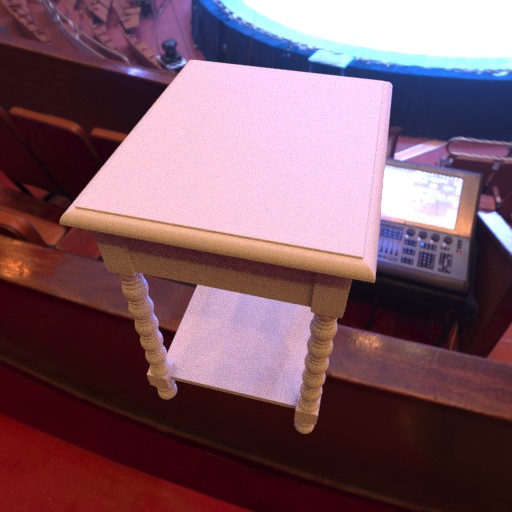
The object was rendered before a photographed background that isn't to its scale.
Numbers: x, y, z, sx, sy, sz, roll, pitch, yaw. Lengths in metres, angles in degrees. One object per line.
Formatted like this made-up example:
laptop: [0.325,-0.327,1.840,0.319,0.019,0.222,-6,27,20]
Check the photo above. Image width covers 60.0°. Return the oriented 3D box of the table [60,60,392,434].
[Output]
table: [0.000,0.000,0.844,0.381,0.531,0.460,10,48,10]
